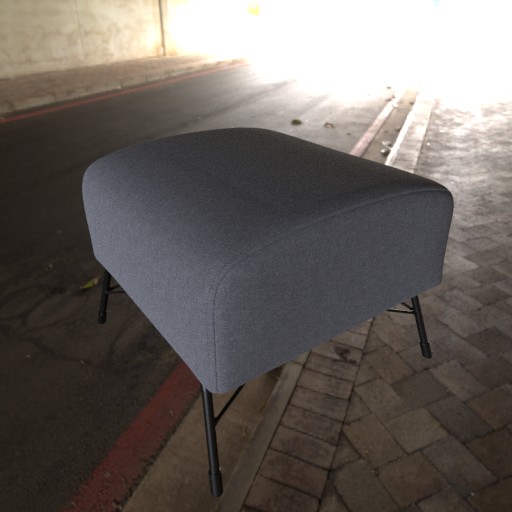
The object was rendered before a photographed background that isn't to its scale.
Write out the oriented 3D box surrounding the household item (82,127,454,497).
[{"bbox_3d":[0.000,0.000,0.876,0.530,0.410,0.530,-19,34,-31],"label":"household item"}]
